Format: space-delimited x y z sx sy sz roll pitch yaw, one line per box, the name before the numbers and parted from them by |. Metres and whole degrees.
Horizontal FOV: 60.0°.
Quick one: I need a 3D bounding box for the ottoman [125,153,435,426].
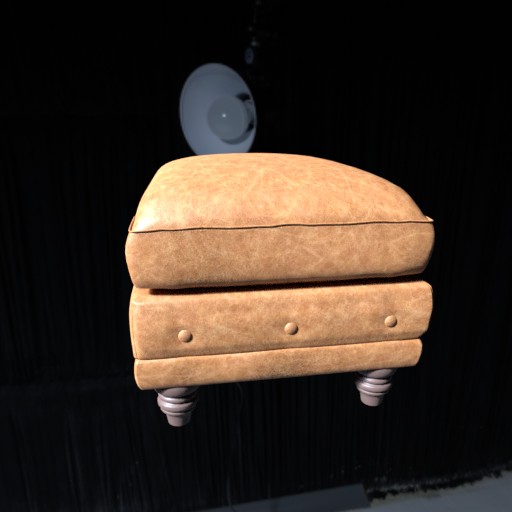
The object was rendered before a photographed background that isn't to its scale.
ottoman | 0.000 0.000 1.074 0.533 0.480 0.710 -3 16 -9
